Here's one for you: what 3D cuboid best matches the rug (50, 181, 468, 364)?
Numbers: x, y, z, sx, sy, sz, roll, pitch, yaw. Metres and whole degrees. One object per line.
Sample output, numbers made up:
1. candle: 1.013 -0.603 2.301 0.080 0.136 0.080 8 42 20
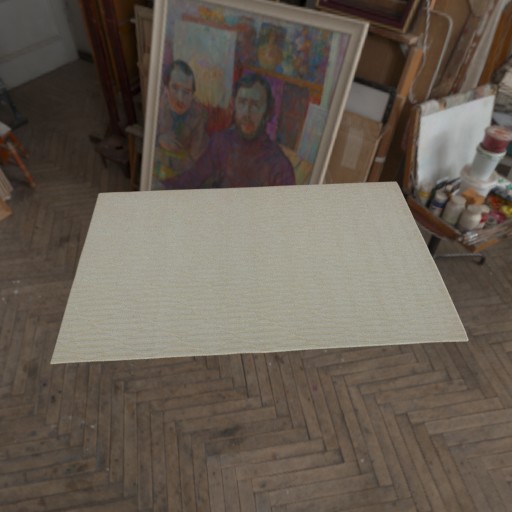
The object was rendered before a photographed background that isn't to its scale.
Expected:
1. rug: 0.000 0.000 3.086 2.441 0.014 1.531 -3 47 -2
